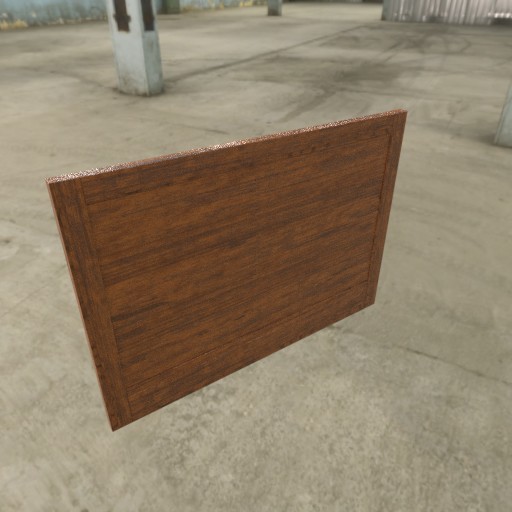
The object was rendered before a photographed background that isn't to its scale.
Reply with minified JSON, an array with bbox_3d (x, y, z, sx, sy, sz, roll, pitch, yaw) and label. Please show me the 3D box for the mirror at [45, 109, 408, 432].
[{"bbox_3d":[0.000,0.000,0.970,0.758,0.537,0.084,-19,36,-29],"label":"mirror"}]
